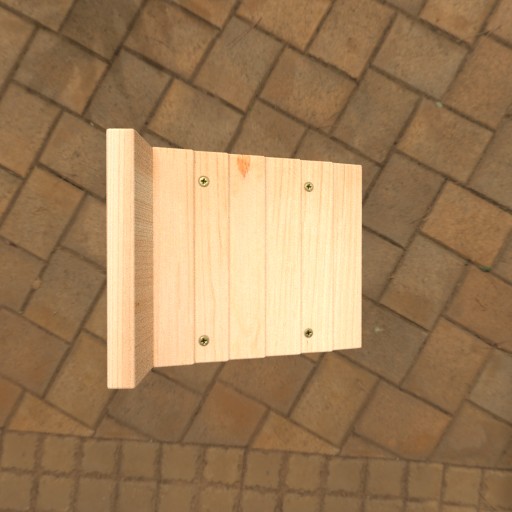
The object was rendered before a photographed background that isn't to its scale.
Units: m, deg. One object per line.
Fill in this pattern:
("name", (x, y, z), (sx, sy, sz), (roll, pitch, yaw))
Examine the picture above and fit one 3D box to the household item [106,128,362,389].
("household item", (0.000, 0.000, 0.399), (0.171, 0.300, 0.149), (0, 91, 0))
